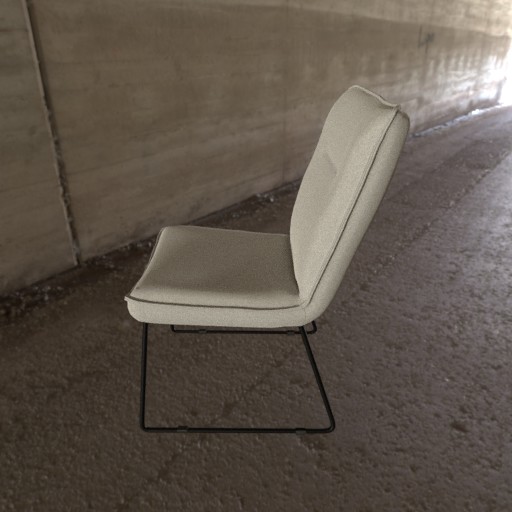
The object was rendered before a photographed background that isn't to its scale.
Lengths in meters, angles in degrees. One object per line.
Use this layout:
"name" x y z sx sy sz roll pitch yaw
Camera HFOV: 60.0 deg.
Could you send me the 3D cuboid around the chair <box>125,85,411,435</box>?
"chair" 0.000 0.000 1.340 0.688 0.930 0.515 0 26 1
